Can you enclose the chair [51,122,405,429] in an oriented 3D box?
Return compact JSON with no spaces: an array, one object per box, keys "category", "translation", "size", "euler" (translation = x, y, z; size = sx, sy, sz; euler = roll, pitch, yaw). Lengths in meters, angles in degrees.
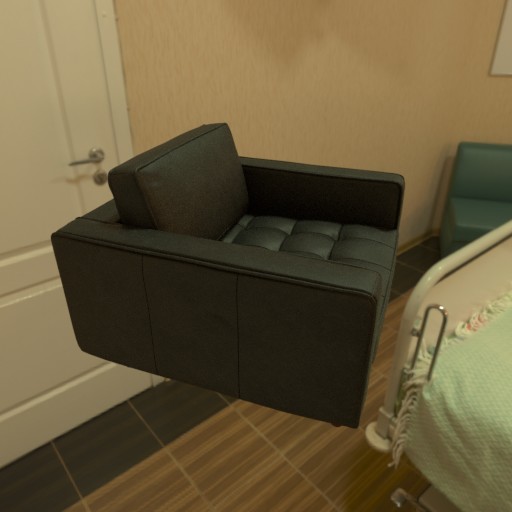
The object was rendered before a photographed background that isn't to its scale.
[{"category":"chair","translation":[0.000,0.000,1.532],"size":[0.914,0.763,0.889],"euler":[10,30,18]}]
